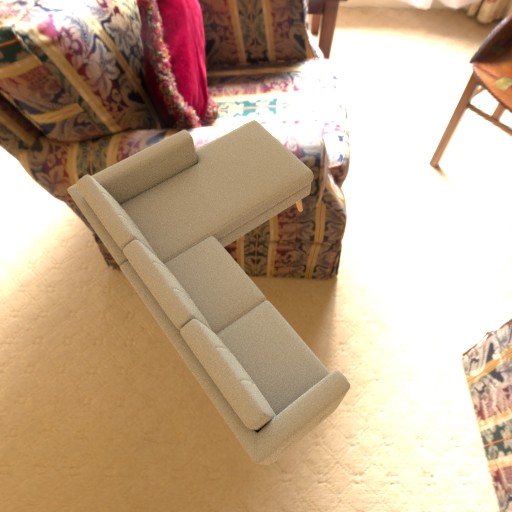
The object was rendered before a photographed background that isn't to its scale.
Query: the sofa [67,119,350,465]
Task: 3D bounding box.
[{"bbox_3d":[0.000,0.000,2.883,1.530,0.860,2.040,-33,64,-18],"label":"sofa"}]
